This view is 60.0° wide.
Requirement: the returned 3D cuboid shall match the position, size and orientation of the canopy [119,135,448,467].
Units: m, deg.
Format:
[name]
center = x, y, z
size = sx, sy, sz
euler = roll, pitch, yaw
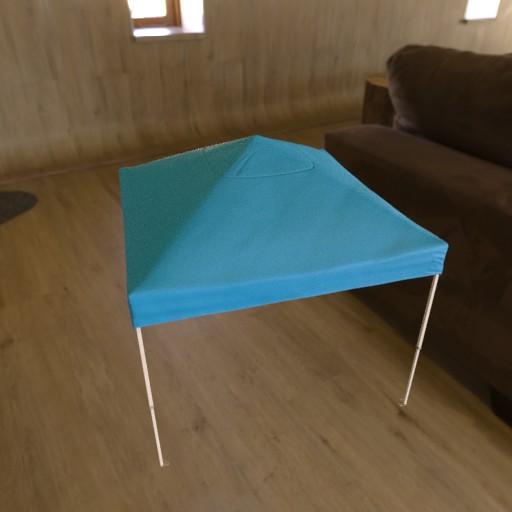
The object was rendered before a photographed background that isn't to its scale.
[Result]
[canopy]
center = 0.000, 0.000, 5.471
size = 2.996, 2.997, 2.998
euler = -9, 33, -14
